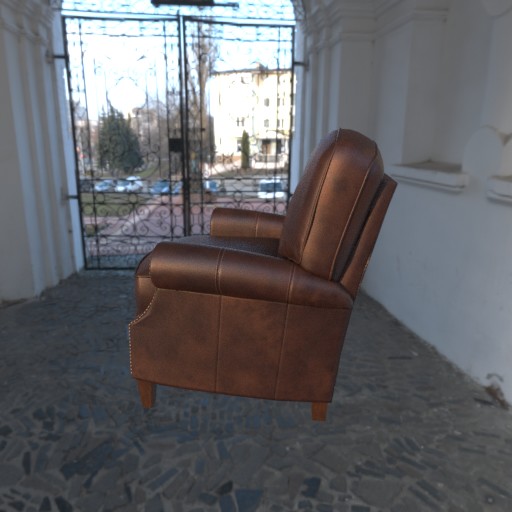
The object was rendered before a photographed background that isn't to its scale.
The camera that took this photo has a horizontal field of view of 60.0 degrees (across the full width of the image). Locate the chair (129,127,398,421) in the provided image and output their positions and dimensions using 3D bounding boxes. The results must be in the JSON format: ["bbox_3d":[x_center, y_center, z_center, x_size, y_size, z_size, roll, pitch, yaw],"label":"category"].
[{"bbox_3d":[0.000,0.000,1.835,0.986,1.018,0.936,2,15,9],"label":"chair"}]
